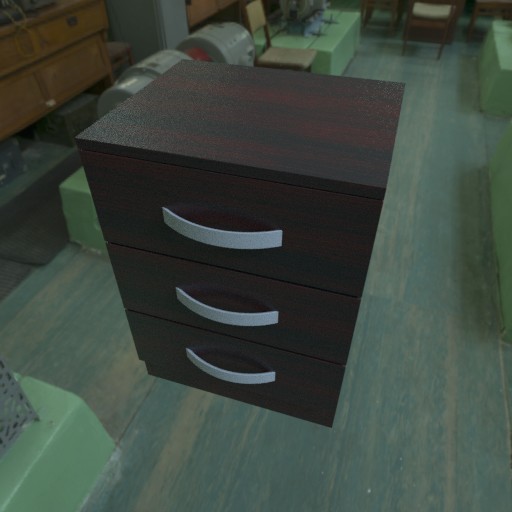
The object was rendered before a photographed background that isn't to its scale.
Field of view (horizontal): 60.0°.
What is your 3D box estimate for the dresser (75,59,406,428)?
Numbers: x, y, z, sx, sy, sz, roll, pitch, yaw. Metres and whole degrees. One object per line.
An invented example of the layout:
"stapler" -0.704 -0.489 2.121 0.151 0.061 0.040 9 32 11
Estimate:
"dresser" 0.000 0.000 0.827 0.400 0.560 0.360 12 43 13
